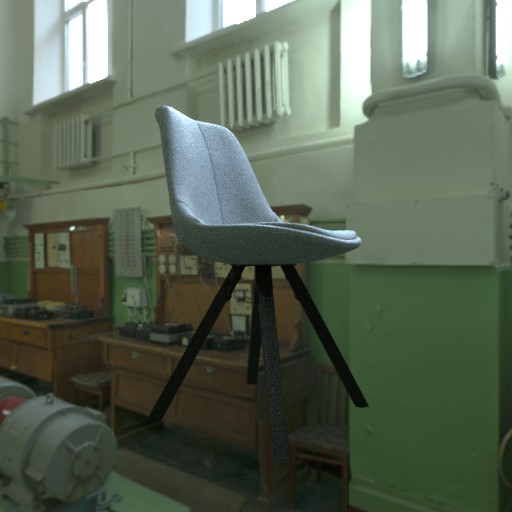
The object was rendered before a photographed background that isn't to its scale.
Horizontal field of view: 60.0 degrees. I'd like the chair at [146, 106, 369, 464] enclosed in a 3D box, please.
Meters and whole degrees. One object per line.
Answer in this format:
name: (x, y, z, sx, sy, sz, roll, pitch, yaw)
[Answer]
chair: (0.000, 0.000, 1.213, 0.550, 0.850, 0.485, 0, 0, 35)
